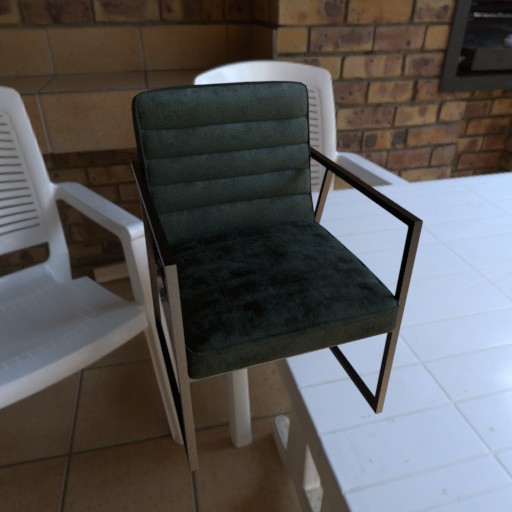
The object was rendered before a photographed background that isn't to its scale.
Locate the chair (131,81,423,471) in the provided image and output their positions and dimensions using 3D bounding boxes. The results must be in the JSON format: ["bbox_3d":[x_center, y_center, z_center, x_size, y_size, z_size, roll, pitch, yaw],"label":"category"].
[{"bbox_3d":[0.000,0.000,1.248,0.571,0.833,0.677,-10,32,-16],"label":"chair"}]
